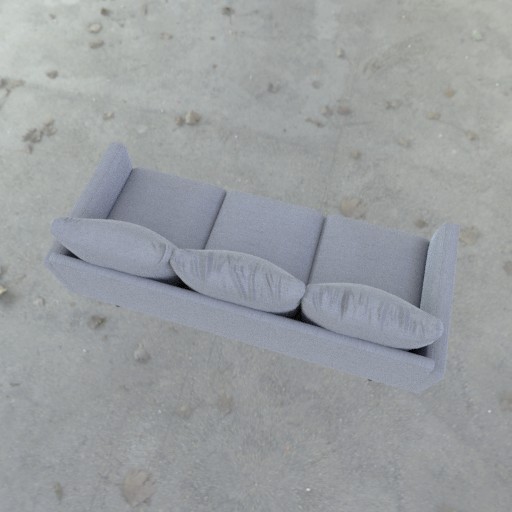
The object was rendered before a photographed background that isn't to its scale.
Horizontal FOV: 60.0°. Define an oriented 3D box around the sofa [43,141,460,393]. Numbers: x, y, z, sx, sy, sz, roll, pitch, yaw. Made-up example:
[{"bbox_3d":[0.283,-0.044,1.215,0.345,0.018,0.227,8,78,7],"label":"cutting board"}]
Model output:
[{"bbox_3d":[0.000,0.000,2.406,2.000,0.830,0.850,15,64,8],"label":"sofa"}]
